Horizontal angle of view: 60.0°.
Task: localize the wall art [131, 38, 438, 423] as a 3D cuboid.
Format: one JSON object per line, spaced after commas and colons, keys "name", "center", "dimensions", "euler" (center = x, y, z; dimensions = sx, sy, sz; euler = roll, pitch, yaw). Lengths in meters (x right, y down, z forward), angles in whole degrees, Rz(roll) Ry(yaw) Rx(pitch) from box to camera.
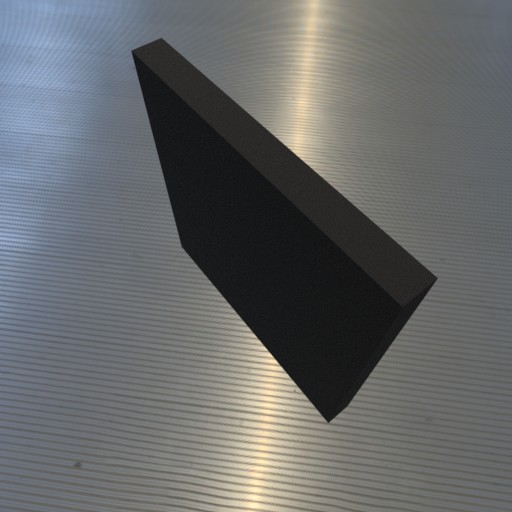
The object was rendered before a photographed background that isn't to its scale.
{"name": "wall art", "center": [0.000, 0.000, 0.449], "dimensions": [0.030, 0.305, 0.308], "euler": [-34, 64, -19]}
